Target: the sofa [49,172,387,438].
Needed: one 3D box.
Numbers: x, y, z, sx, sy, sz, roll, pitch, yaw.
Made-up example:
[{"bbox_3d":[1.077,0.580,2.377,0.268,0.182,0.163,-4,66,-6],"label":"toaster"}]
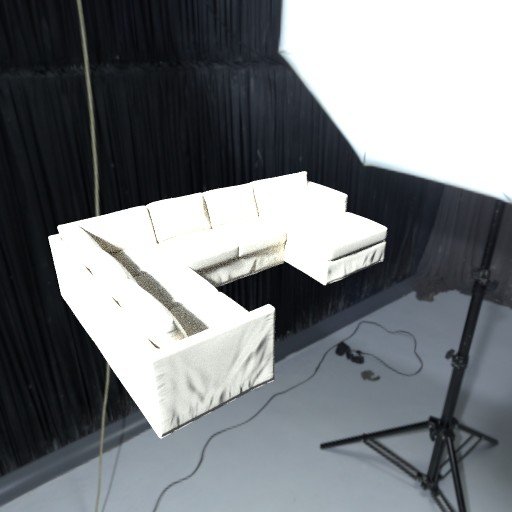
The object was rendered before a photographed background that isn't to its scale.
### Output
[{"bbox_3d":[0.000,0.000,4.657,3.460,0.882,2.427,-18,32,-33],"label":"sofa"}]
